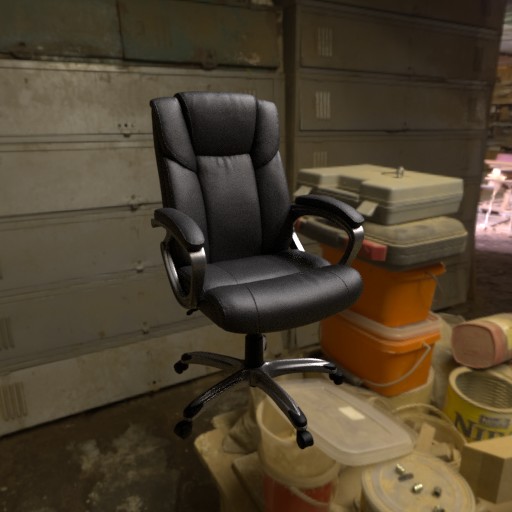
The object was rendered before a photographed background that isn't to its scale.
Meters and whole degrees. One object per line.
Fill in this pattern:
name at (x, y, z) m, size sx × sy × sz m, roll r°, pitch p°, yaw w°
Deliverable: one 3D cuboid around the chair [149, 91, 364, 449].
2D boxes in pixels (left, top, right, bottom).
chair at (0.000, 0.000, 1.571) m, size 0.721 × 1.130 × 0.719 m, roll -9°, pitch 19°, yaw -27°
